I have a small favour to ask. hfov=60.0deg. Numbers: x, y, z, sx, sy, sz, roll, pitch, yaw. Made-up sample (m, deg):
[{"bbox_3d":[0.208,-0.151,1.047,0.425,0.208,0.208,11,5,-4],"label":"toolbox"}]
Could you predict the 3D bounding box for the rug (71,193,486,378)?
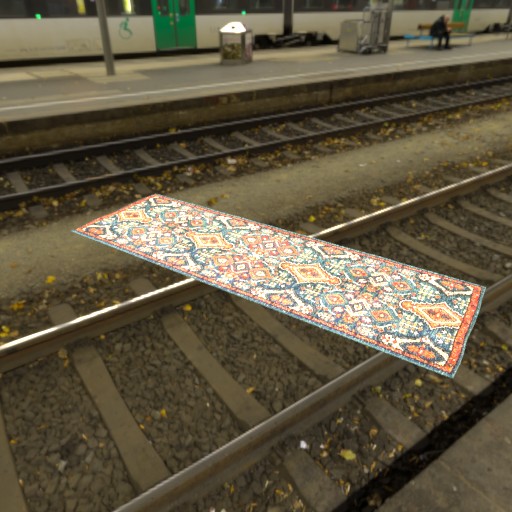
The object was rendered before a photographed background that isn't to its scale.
[{"bbox_3d":[0.000,0.000,2.680,2.459,0.010,0.801,18,34,28],"label":"rug"}]
